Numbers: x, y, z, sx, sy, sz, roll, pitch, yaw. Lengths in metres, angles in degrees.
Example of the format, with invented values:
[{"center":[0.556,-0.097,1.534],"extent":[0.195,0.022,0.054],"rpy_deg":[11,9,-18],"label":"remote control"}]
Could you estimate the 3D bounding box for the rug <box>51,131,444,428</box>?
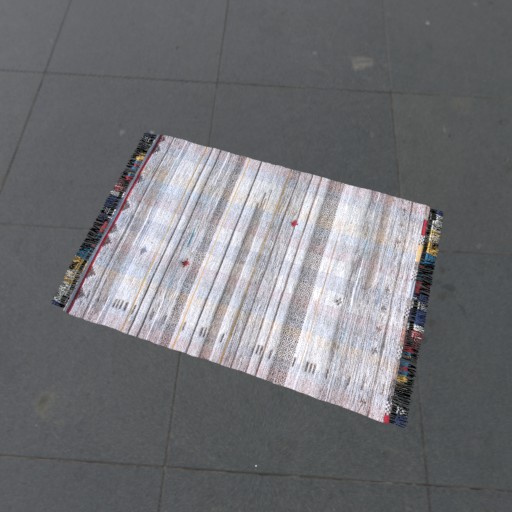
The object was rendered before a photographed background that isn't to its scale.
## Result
[{"center":[0.000,0.000,2.364],"extent":[1.848,0.012,1.217],"rpy_deg":[17,66,8],"label":"rug"}]
